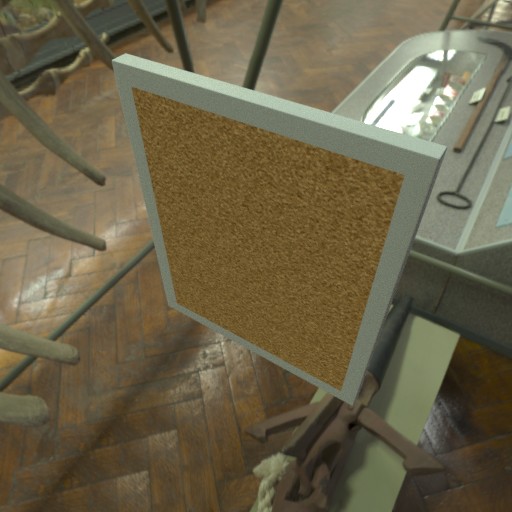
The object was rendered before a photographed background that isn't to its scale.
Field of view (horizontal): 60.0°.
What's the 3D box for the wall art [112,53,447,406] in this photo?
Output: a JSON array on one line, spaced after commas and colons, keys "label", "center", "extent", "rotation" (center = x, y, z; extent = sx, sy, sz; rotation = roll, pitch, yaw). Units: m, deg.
[{"label": "wall art", "center": [0.000, 0.000, 0.737], "extent": [0.454, 0.556, 0.028], "rotation": [24, 51, 21]}]
